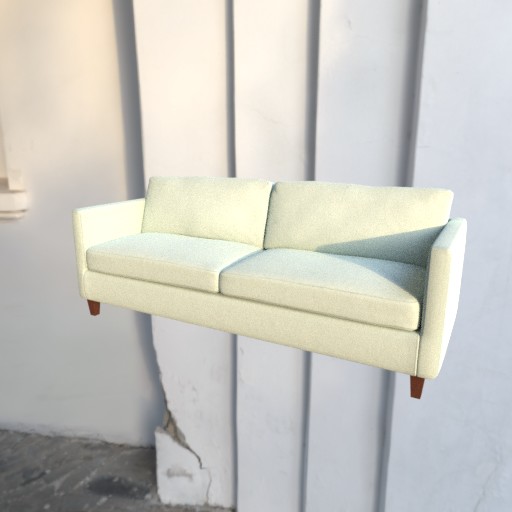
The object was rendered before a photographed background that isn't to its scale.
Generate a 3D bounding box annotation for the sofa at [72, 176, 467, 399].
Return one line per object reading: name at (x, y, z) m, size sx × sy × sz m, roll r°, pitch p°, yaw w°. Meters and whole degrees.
sofa at (0.000, 0.000, 2.922) m, size 2.434 × 0.965 × 0.948 m, roll 8°, pitch 16°, yaw 28°
